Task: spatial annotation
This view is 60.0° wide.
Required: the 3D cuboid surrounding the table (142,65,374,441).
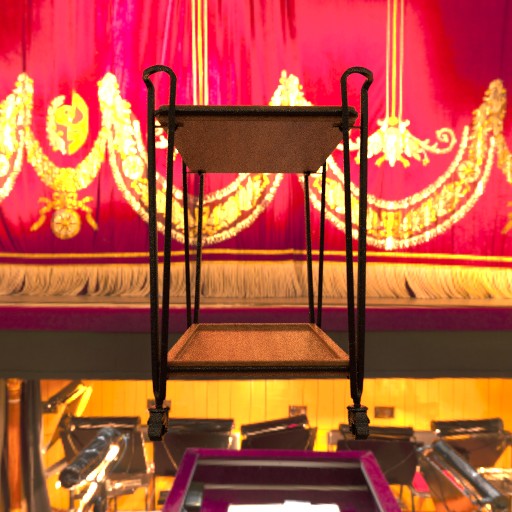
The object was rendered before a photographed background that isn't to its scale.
[{"bbox_3d":[0.000,0.000,1.235,0.505,0.785,0.672,0,0,-1],"label":"table"}]
